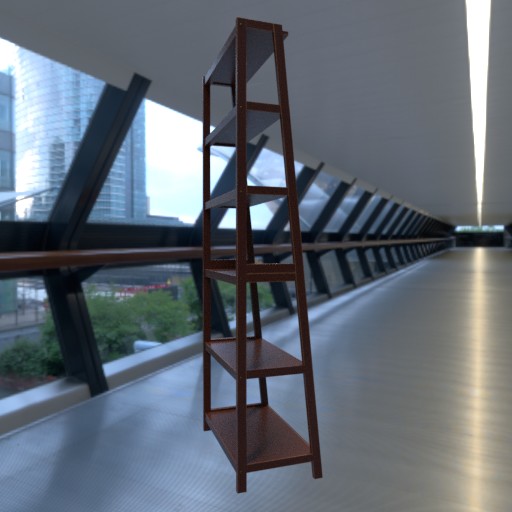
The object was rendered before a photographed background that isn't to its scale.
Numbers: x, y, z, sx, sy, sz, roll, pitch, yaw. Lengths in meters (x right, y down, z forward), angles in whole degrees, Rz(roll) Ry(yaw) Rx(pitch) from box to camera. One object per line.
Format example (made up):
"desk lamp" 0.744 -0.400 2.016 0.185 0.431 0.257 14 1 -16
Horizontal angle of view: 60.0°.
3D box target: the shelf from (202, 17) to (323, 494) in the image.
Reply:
"shelf" 0.000 0.000 2.130 0.381 1.892 0.660 0 1 -19
